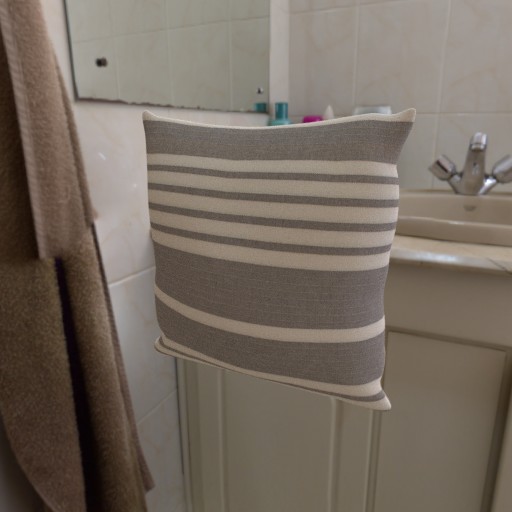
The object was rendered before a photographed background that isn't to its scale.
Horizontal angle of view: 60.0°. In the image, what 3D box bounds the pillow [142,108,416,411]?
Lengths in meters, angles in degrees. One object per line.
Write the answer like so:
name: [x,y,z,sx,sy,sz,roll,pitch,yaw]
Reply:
pillow: [0.000,0.000,0.688,0.439,0.440,0.182,8,17,26]
